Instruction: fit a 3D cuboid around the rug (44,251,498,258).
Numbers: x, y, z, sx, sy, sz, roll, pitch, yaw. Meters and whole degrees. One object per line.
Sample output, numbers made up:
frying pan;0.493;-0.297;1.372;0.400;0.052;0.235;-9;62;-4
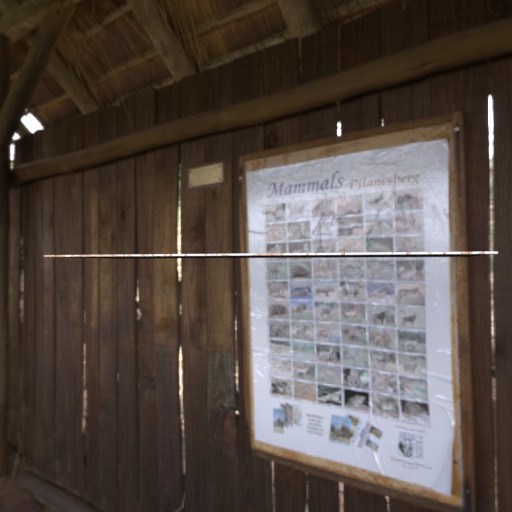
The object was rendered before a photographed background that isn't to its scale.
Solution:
rug;0.000;0.000;2.639;2.435;0.011;0.750;0;-1;18
